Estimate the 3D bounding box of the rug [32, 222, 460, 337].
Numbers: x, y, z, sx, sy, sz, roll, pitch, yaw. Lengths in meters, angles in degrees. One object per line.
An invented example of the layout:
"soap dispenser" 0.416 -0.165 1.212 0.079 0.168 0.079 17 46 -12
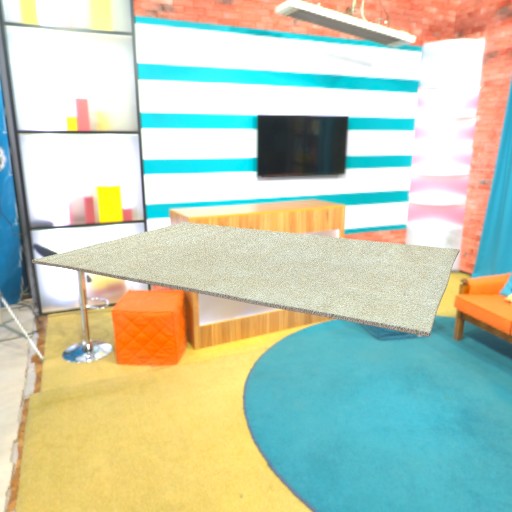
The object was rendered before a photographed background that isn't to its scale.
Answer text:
"rug" 0.000 0.000 3.352 2.699 0.025 1.800 7 16 27
